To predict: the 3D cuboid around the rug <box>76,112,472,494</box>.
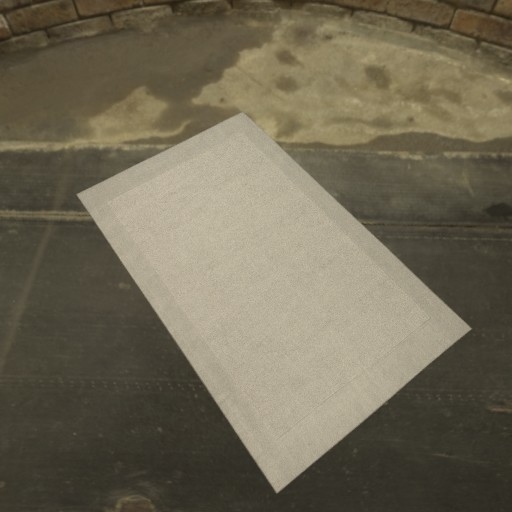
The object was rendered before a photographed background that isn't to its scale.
[{"bbox_3d":[0.000,0.000,3.013,1.524,0.014,2.438,-32,64,-18],"label":"rug"}]
